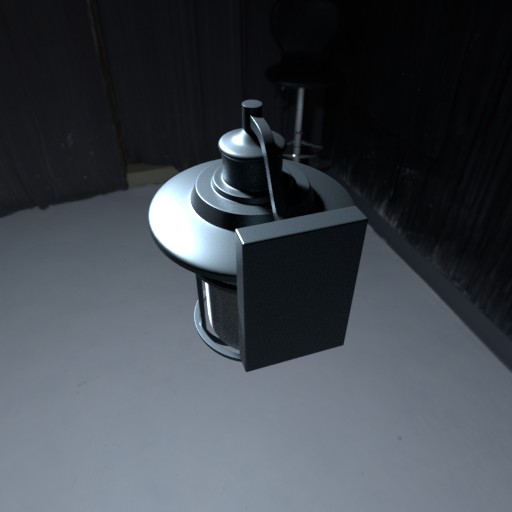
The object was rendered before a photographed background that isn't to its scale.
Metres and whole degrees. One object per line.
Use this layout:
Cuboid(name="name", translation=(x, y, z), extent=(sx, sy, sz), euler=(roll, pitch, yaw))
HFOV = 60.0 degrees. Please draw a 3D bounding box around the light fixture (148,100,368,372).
Cuboid(name="light fixture", translation=(0.000, 0.000, 0.508), extent=(0.222, 0.345, 0.252), euler=(-12, 41, -14))
